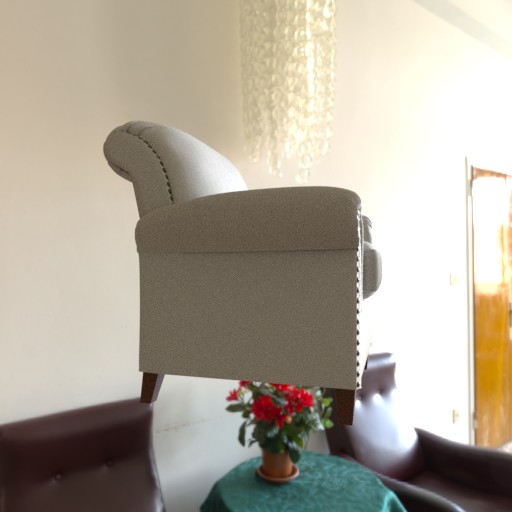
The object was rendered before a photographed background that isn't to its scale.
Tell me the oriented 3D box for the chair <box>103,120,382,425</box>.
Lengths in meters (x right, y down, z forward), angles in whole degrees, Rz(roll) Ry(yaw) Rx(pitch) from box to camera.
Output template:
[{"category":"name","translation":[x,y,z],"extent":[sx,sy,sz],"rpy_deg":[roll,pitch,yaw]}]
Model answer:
[{"category":"chair","translation":[0.000,0.000,1.640],"extent":[0.890,0.927,0.854],"rpy_deg":[0,-1,17]}]
